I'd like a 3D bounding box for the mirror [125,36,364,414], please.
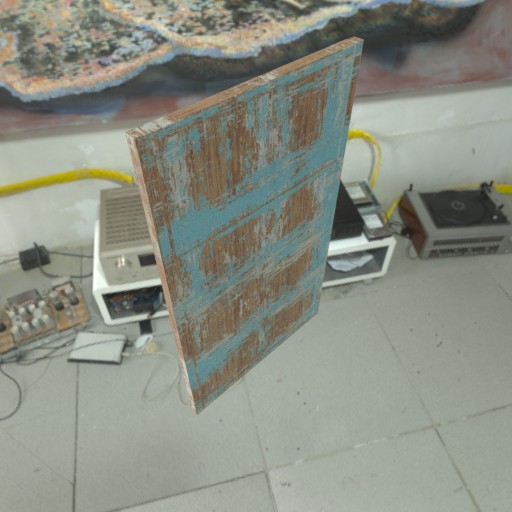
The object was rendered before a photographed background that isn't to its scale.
[{"bbox_3d":[0.000,0.000,1.466,0.707,1.213,0.083,-34,55,-28],"label":"mirror"}]
